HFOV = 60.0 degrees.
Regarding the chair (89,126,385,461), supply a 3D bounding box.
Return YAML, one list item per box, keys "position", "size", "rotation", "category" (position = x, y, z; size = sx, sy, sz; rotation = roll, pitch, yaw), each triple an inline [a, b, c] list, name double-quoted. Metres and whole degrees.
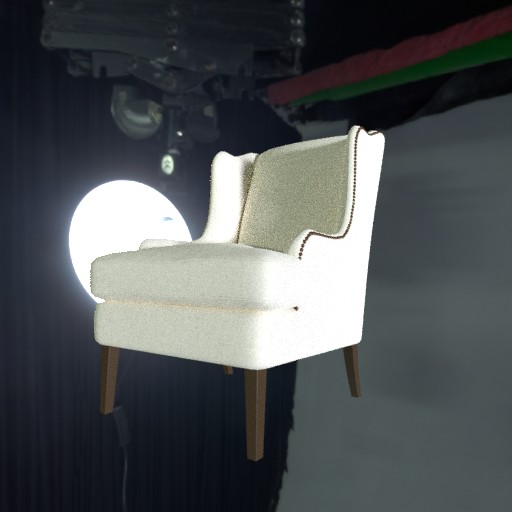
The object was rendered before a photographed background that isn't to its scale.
- position: [0.000, 0.000, 1.633]
  size: [0.737, 1.029, 0.940]
  rotation: [-1, -2, 35]
  category: "chair"
